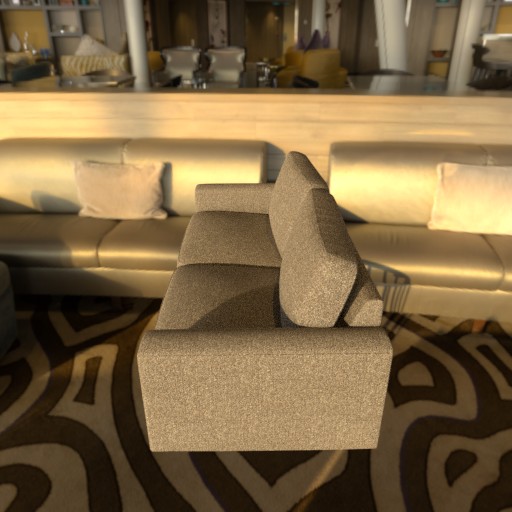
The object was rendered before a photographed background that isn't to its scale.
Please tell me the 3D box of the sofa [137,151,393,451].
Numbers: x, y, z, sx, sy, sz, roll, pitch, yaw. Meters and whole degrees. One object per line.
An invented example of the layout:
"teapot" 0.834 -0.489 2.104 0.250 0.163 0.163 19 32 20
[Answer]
"sofa" 0.000 0.000 2.696 1.016 0.873 2.179 0 26 -1
